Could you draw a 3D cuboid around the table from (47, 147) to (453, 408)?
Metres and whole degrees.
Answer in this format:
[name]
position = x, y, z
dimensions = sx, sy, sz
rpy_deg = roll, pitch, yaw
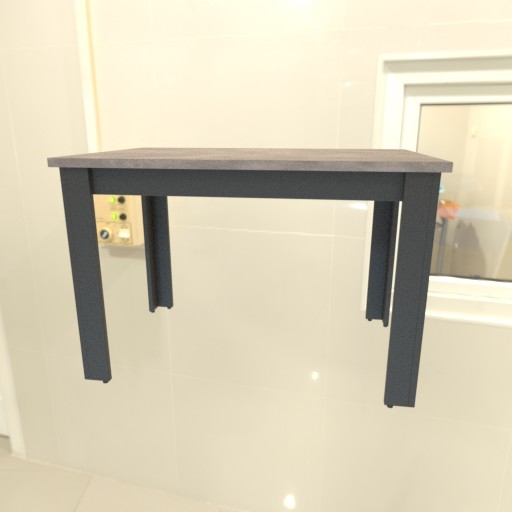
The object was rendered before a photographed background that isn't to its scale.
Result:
[table]
position = 0.000, 0.000, 1.617
dimensions = 1.100, 0.734, 0.700
rpy_deg = 2, 16, 8
